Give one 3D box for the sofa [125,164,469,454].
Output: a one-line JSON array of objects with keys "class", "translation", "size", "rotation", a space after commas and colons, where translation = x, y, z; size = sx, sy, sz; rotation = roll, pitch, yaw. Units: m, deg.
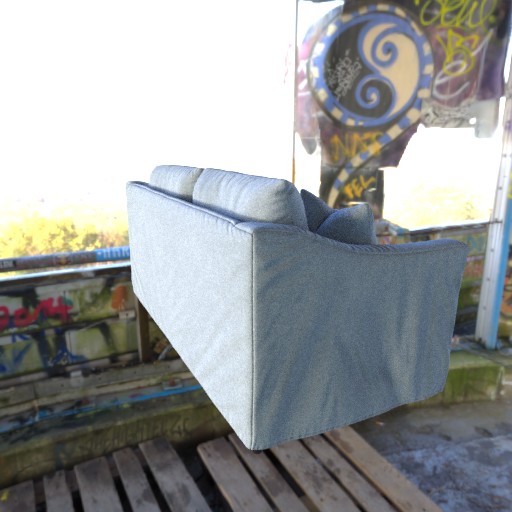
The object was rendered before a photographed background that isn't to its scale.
[{"class": "sofa", "translation": [0.000, 0.000, 2.555], "size": [1.072, 1.018, 2.010], "rotation": [-7, 16, -26]}]
